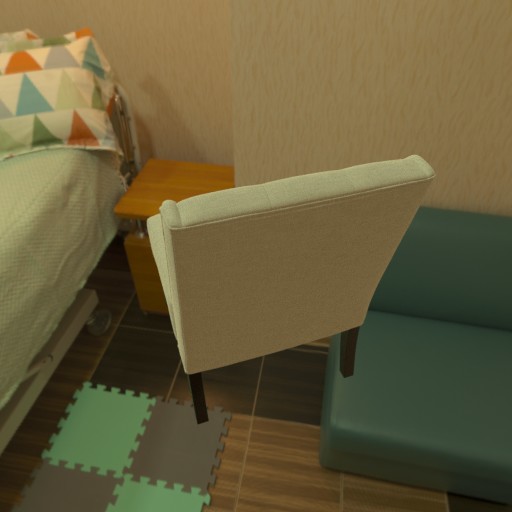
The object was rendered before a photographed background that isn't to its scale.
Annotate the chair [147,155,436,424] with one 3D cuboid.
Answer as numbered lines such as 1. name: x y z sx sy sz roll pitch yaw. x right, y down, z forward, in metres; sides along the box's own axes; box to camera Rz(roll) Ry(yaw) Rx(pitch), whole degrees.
1. chair: 0.000 0.000 1.331 0.569 0.853 0.676 -13 42 -15
